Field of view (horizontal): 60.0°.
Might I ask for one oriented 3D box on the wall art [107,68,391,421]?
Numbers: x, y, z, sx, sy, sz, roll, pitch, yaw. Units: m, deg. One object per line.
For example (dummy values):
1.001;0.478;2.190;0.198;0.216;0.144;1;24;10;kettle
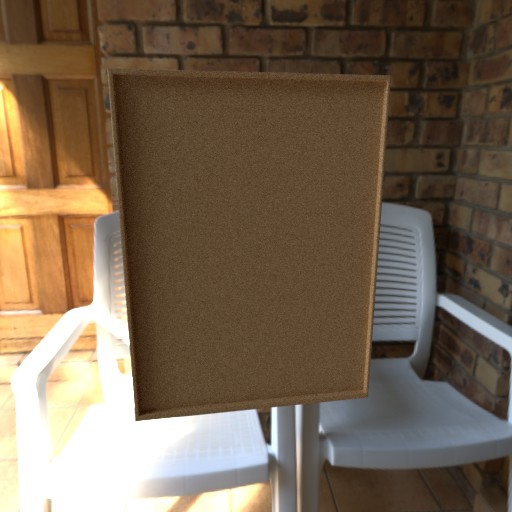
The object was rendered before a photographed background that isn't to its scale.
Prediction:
0.000;0.000;1.316;0.762;1.015;0.031;-3;15;-10;wall art
